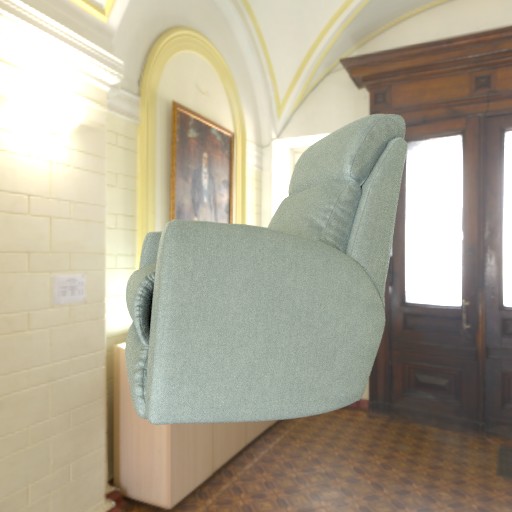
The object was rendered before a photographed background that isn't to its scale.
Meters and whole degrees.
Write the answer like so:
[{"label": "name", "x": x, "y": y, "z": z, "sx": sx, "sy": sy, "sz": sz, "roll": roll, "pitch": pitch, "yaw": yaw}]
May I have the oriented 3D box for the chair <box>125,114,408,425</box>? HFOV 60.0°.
[{"label": "chair", "x": 0.000, "y": 0.000, "z": 1.684, "sx": 0.940, "sy": 1.013, "sz": 0.812, "roll": 0, "pitch": 0, "yaw": -19}]
